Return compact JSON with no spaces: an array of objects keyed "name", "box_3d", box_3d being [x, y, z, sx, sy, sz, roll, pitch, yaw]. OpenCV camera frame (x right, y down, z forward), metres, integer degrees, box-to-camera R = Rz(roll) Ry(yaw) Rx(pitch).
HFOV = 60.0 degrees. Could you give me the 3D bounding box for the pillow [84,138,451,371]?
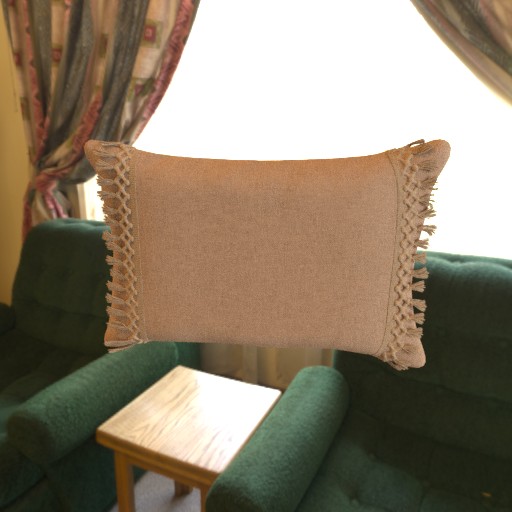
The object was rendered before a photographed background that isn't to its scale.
[{"name":"pillow","box_3d":[0.000,0.000,0.593,0.466,0.305,0.084,2,15,9]}]
